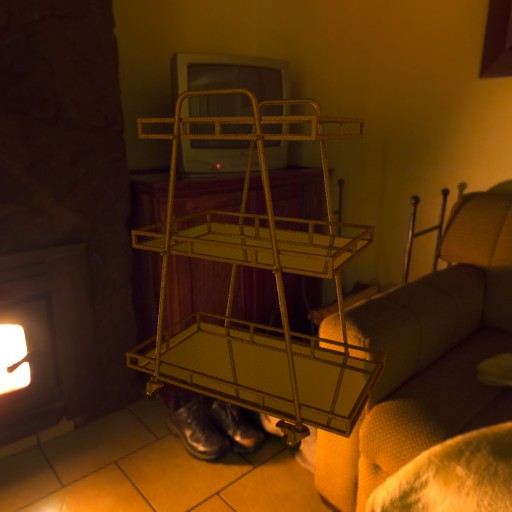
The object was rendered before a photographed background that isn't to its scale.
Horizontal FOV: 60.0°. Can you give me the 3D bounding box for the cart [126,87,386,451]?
[{"bbox_3d":[0.000,0.000,1.288,0.711,0.883,0.441,8,18,27],"label":"cart"}]
